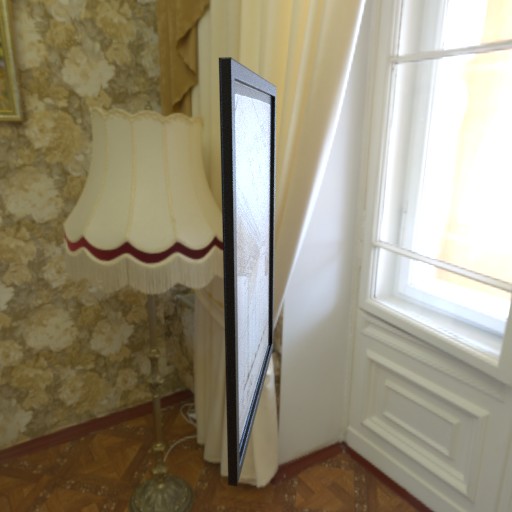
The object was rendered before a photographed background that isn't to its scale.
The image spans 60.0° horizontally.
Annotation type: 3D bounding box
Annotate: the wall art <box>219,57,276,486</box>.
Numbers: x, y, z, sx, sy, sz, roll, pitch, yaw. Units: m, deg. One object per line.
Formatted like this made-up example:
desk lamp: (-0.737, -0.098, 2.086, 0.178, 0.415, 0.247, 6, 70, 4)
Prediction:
wall art: (0.000, 0.000, 0.871, 0.016, 0.657, 0.480, 3, 17, 9)
